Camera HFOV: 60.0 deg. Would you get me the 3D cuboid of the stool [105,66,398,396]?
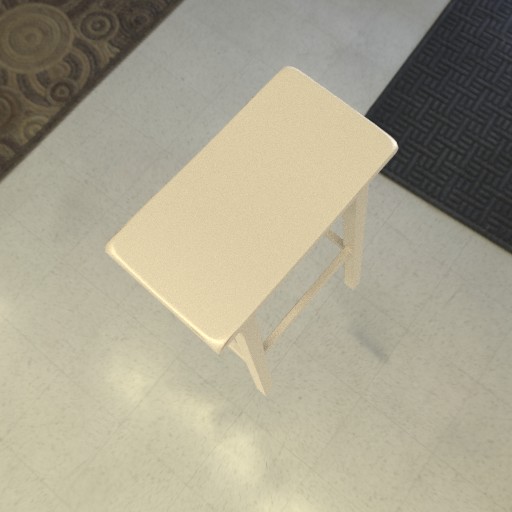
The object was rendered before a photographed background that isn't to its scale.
[{"bbox_3d":[0.000,0.000,1.051,0.476,0.737,0.457,40,78,10],"label":"stool"}]
